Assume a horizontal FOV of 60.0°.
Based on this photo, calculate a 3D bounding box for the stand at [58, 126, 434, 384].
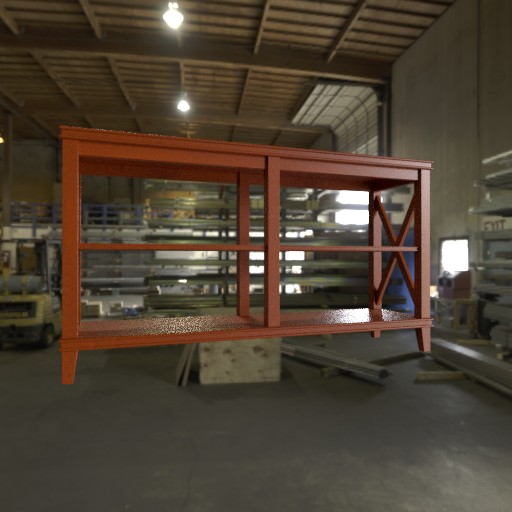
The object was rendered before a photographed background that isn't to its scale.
[{"bbox_3d":[0.000,0.000,1.712,1.372,0.762,0.381,0,0,-20],"label":"stand"}]
